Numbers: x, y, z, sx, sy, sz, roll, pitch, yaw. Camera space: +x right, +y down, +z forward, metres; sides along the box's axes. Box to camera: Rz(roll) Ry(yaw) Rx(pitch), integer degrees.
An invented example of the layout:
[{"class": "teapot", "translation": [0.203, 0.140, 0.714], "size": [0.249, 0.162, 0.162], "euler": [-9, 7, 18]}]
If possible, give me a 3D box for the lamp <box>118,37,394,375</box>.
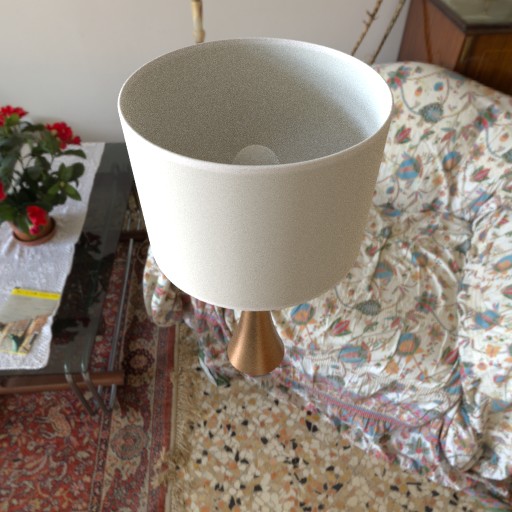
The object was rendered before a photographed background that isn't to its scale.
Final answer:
[{"class": "lamp", "translation": [0.000, 0.000, 0.611], "size": [0.268, 0.479, 0.268], "euler": [-32, 54, -27]}]
